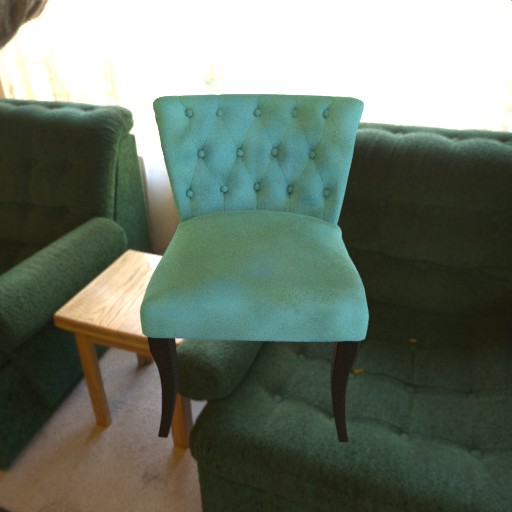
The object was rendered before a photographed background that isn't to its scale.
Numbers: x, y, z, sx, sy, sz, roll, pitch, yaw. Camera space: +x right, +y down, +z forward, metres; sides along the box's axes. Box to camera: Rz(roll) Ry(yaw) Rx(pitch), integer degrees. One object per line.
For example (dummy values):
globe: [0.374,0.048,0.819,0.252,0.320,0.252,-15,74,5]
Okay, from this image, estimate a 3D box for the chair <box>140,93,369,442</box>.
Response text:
chair: [0.000,0.000,1.208,0.582,0.750,0.605,1,31,2]
